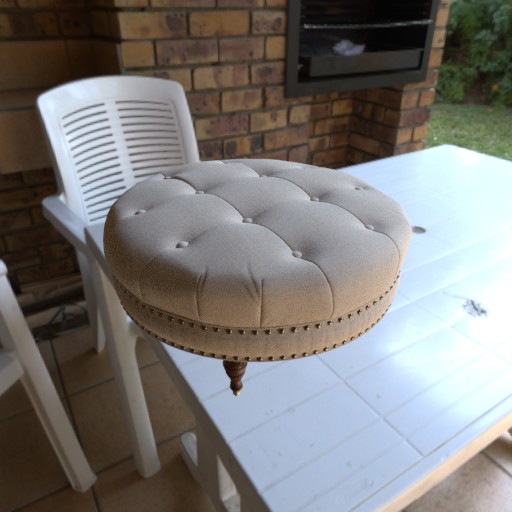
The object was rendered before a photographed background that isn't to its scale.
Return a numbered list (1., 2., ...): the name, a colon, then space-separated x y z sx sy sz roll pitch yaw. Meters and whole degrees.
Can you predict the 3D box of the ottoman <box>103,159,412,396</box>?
1. ottoman: 0.000 0.000 1.468 0.940 0.483 0.940 0 30 0
